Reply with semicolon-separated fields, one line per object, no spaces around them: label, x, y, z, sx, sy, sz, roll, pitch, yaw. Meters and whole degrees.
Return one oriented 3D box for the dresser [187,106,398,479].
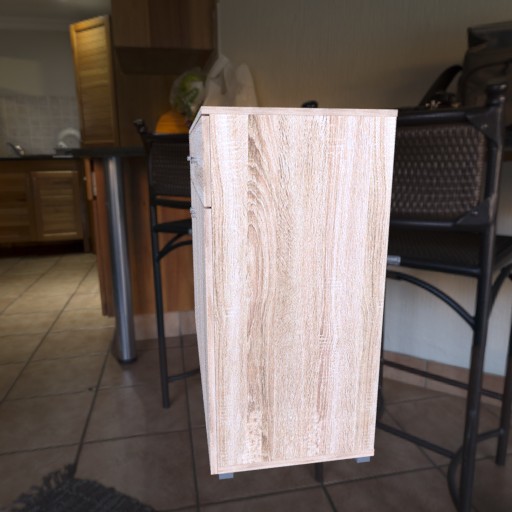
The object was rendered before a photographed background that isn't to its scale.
dresser;0.000;0.000;1.574;0.450;0.900;1.100;-2;13;-9
